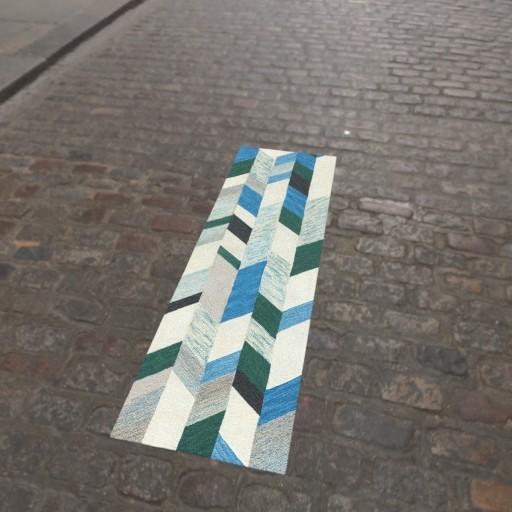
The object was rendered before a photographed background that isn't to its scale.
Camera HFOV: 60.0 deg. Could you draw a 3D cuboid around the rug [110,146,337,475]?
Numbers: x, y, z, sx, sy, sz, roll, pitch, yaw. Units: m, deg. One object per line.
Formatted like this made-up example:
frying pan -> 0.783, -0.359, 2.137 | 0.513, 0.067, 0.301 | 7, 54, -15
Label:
rug -> 0.000, 0.000, 2.696 | 0.774, 0.008, 2.437 | 9, 45, 9
